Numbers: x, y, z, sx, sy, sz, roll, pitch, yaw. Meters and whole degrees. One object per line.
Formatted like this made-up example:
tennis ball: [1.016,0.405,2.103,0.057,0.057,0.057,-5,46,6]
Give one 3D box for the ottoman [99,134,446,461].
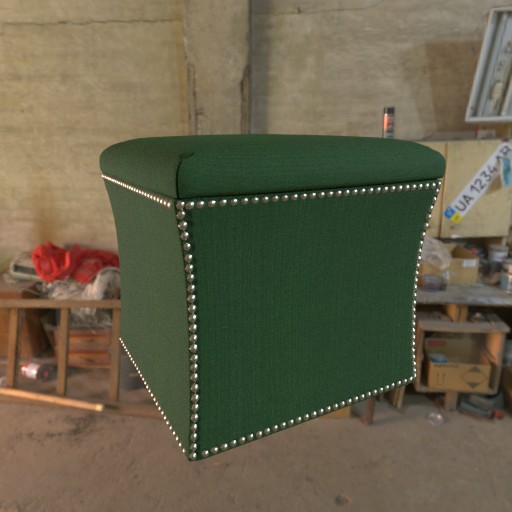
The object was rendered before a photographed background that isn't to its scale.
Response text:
ottoman: [0.000,0.000,0.894,0.507,0.475,0.497,-8,18,-28]
